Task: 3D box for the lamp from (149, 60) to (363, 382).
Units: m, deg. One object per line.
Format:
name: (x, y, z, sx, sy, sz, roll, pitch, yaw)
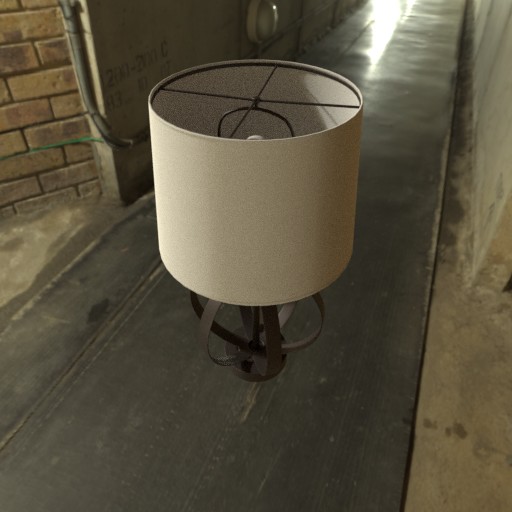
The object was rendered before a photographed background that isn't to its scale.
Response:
lamp: (0.000, 0.000, 0.692, 0.286, 0.510, 0.286, 0, 41, 0)
